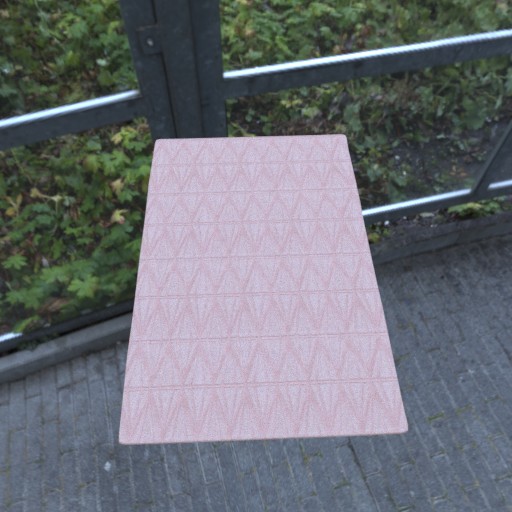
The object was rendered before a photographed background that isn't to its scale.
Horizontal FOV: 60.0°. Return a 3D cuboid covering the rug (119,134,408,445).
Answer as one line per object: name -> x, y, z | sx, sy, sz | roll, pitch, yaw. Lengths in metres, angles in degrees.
rug -> 0.000, 0.000, 3.067 | 1.609, 0.015, 2.390 | -2, 57, -1
